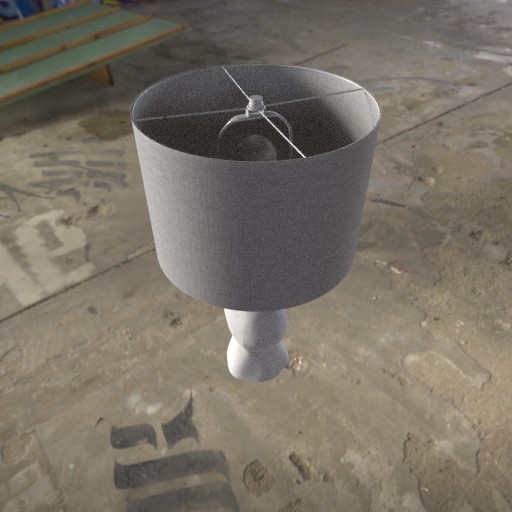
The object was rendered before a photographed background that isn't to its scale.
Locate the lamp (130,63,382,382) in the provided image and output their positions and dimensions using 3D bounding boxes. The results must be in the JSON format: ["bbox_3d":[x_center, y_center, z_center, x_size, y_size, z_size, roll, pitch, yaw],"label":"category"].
[{"bbox_3d":[0.000,0.000,0.698,0.298,0.503,0.298,-13,42,-15],"label":"lamp"}]
